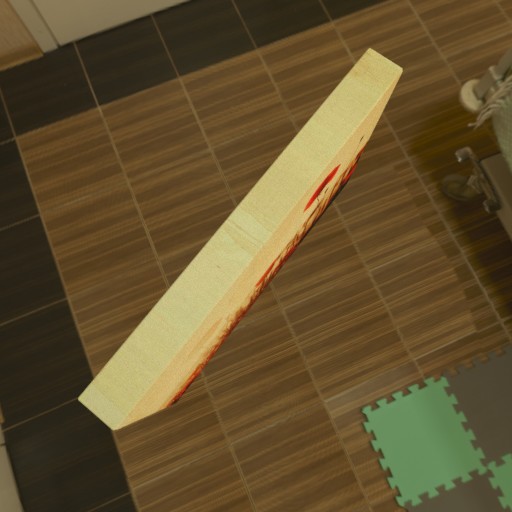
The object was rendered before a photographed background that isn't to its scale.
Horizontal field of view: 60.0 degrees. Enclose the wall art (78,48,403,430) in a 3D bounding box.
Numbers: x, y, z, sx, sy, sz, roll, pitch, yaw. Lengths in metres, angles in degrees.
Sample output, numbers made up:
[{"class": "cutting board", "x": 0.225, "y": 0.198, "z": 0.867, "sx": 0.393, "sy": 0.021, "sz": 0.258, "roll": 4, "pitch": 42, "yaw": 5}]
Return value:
[{"class": "wall art", "x": 0.000, "y": 0.000, "z": 0.482, "sx": 0.037, "sy": 0.251, "sz": 0.383, "roll": 37, "pitch": 79, "yaw": 9}]
